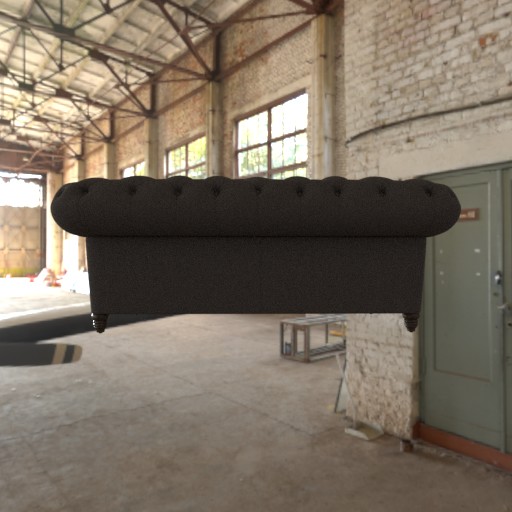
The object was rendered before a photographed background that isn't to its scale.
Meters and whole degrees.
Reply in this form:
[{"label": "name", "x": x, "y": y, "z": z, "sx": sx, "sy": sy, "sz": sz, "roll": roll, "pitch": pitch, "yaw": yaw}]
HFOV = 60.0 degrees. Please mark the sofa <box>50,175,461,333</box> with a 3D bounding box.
[{"label": "sofa", "x": 0.000, "y": 0.000, "z": 2.483, "sx": 1.998, "sy": 0.764, "sz": 0.986, "roll": 0, "pitch": 0, "yaw": -1}]
